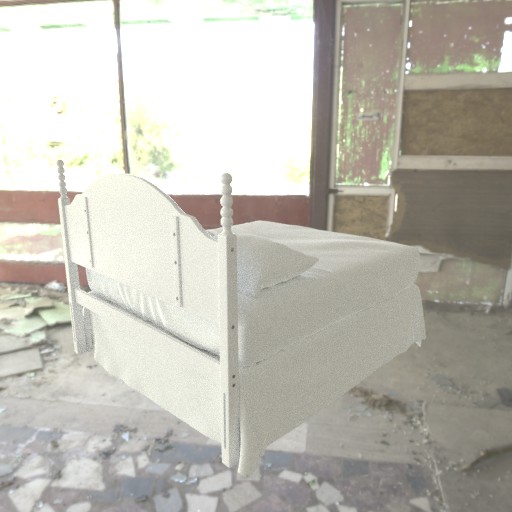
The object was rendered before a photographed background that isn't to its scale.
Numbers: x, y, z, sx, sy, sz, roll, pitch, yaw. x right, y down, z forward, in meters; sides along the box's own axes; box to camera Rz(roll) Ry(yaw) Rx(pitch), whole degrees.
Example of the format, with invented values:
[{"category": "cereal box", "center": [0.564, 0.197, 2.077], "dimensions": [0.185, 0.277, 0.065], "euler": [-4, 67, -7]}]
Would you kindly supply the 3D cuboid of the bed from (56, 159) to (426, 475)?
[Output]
[{"category": "bed", "center": [0.000, 0.000, 3.146], "dimensions": [1.873, 1.356, 2.040], "euler": [14, 20, 43]}]
